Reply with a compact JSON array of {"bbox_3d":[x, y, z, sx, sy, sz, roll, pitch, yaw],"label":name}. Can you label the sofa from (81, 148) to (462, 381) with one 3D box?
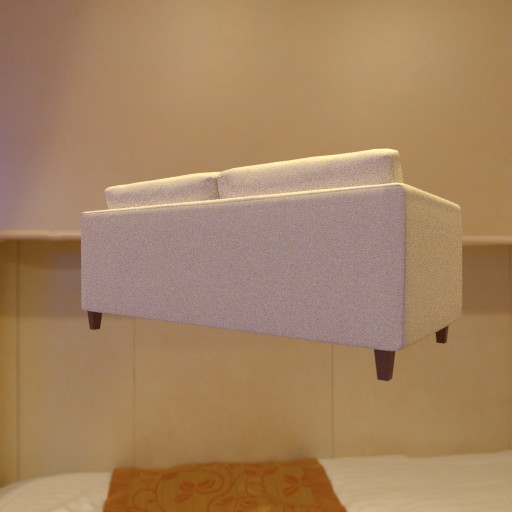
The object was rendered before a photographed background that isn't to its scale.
[{"bbox_3d":[0.000,0.000,2.484,1.981,0.889,0.965,0,1,36],"label":"sofa"}]
